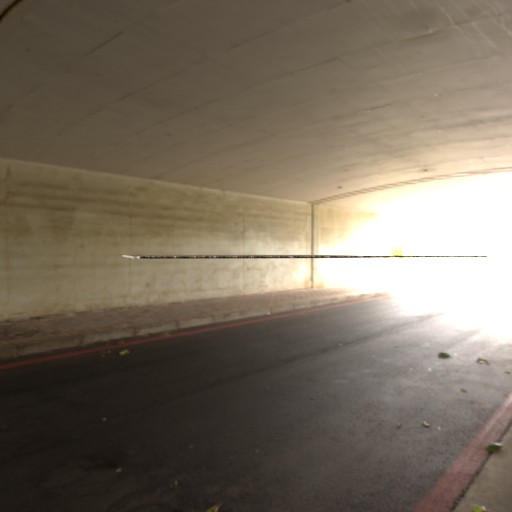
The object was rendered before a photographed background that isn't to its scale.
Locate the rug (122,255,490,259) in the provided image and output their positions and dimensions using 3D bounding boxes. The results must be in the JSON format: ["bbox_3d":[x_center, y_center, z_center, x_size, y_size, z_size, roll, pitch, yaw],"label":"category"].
[{"bbox_3d":[0.000,0.000,2.265,1.278,0.009,1.726,0,0,-18],"label":"rug"}]
